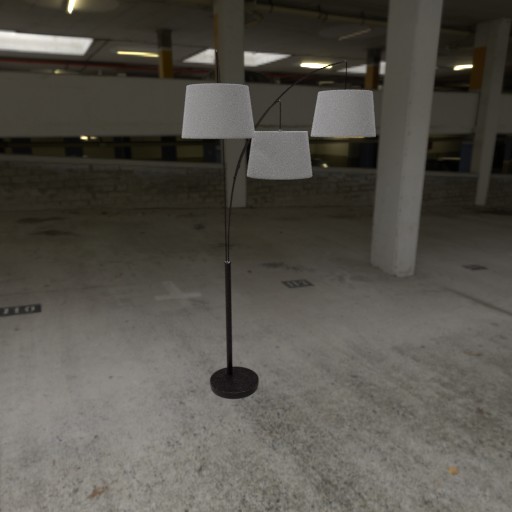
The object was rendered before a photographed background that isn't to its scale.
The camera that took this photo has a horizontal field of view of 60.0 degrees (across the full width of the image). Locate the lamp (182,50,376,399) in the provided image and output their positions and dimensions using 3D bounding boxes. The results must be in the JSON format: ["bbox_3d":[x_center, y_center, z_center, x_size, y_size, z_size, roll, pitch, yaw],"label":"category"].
[{"bbox_3d":[0.000,0.000,2.436,0.951,1.950,0.924,-8,18,-25],"label":"lamp"}]
